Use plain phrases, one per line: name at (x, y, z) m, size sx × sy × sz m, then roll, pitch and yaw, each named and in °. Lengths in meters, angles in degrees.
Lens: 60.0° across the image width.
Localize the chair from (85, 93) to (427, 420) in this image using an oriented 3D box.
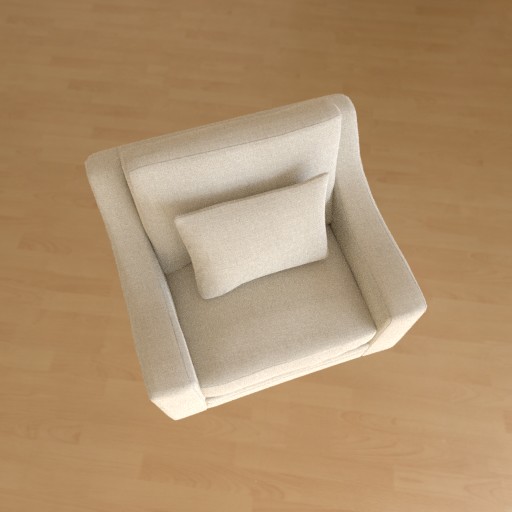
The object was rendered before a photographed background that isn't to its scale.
chair at (0.000, 0.000, 1.986) m, size 1.178 × 1.016 × 1.009 m, roll -16°, pitch 64°, yaw -8°
